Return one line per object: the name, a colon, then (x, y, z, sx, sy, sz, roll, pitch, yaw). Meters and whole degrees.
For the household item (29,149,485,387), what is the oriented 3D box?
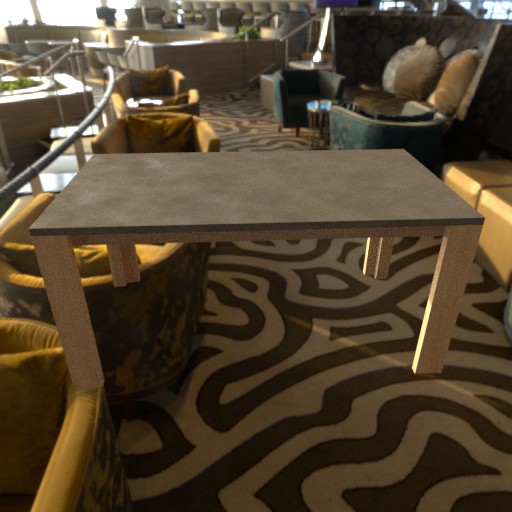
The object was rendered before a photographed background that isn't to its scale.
household item: (0.000, 0.000, 2.106, 1.600, 0.755, 0.850, -2, 30, -3)
